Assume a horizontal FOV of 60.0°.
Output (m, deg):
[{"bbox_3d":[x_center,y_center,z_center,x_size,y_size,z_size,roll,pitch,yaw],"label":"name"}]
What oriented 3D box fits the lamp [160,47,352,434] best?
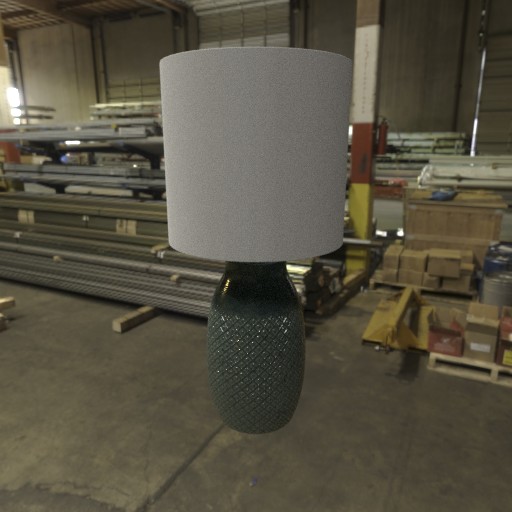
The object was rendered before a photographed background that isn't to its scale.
[{"bbox_3d":[0.000,0.000,0.567,0.217,0.453,0.217,7,17,25],"label":"lamp"}]
